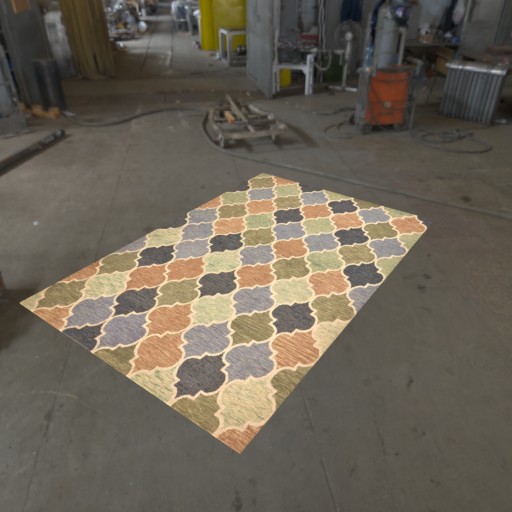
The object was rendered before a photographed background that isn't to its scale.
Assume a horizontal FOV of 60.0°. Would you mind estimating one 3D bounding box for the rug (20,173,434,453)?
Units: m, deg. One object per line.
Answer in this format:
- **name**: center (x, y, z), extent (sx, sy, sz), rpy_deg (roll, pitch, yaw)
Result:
- **rug**: center (0.000, 0.000, 2.253), extent (1.216, 0.006, 1.828), rpy_deg (22, 39, 30)
